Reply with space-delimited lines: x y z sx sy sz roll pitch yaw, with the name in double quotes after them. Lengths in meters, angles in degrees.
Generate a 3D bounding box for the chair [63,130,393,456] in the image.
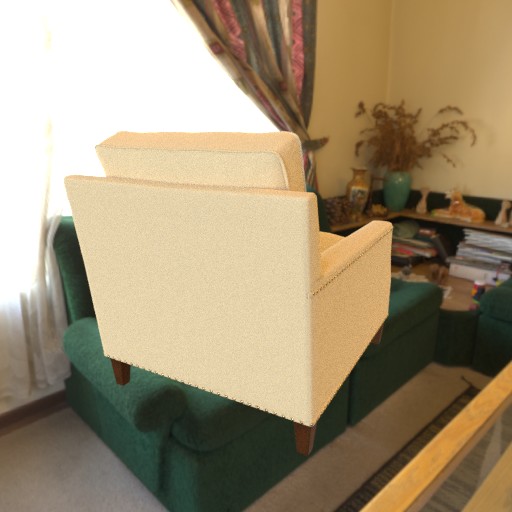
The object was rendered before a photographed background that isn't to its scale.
0.000 0.000 1.717 0.853 0.943 1.014 9 19 28 "chair"
